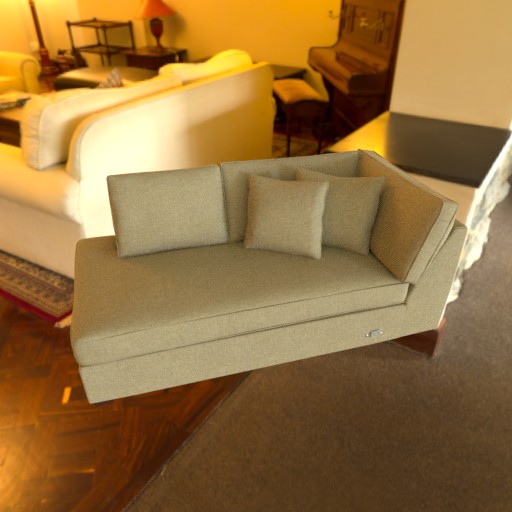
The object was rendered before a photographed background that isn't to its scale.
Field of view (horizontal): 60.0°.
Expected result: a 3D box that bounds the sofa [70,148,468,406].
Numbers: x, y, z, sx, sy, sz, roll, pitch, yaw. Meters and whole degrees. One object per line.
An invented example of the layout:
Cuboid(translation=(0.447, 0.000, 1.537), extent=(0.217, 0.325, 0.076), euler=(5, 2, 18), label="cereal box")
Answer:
Cuboid(translation=(0.000, 0.000, 2.837), extent=(2.238, 1.019, 1.110), euler=(-9, 34, -13), label="sofa")
